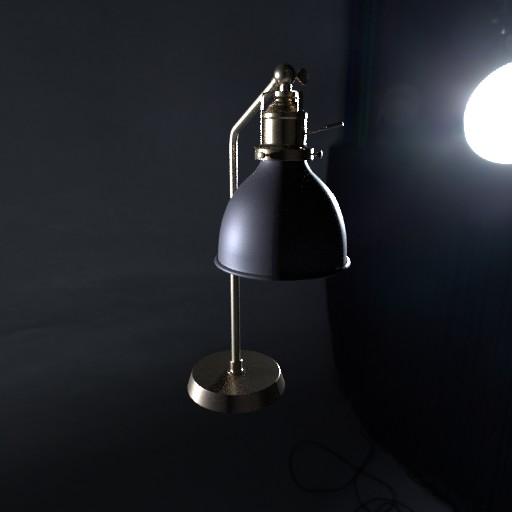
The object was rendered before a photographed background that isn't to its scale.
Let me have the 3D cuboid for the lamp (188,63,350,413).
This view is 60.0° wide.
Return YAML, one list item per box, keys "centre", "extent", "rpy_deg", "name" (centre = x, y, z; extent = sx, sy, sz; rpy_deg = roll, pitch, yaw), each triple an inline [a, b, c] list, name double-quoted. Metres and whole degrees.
- centre: [0.000, 0.000, 0.586]
  extent: [0.160, 0.456, 0.291]
  rpy_deg: [-8, 17, -27]
  name: "lamp"
